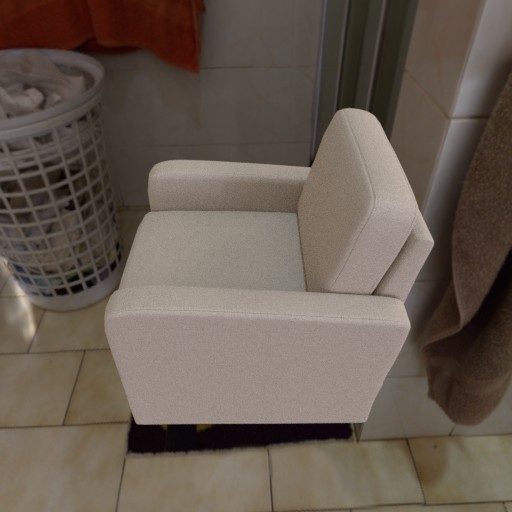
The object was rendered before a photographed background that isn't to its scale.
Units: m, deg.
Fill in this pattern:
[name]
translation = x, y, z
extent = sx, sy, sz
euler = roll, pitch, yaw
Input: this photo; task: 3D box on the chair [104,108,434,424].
[chair]
translation = 0.000, 0.000, 1.481
extent = 0.888, 0.827, 0.755
euler = 0, 42, 0
